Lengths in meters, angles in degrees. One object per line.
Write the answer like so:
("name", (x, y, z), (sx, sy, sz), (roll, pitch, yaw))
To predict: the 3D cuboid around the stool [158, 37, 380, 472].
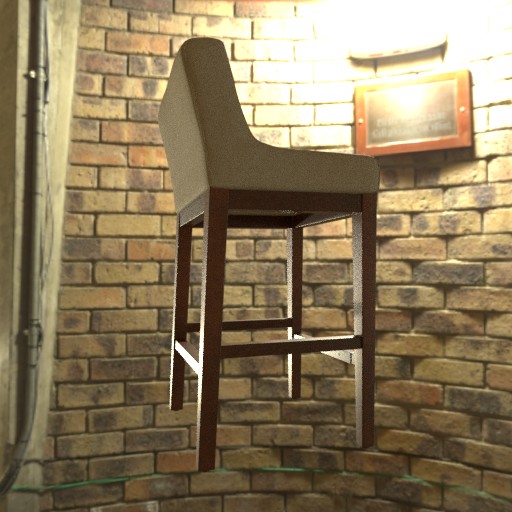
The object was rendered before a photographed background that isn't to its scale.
("stool", (0.000, 0.000, 1.226), (0.500, 0.937, 0.511), (1, -2, -18))
